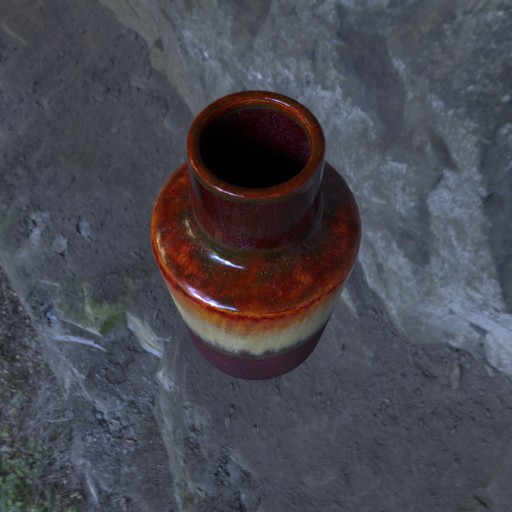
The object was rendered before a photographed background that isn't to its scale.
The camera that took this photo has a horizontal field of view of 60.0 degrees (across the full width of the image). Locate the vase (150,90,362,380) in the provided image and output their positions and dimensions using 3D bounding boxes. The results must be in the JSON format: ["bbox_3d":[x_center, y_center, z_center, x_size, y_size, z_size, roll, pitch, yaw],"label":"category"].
[{"bbox_3d":[0.000,0.000,0.262,0.108,0.204,0.108,0,64,0],"label":"vase"}]
